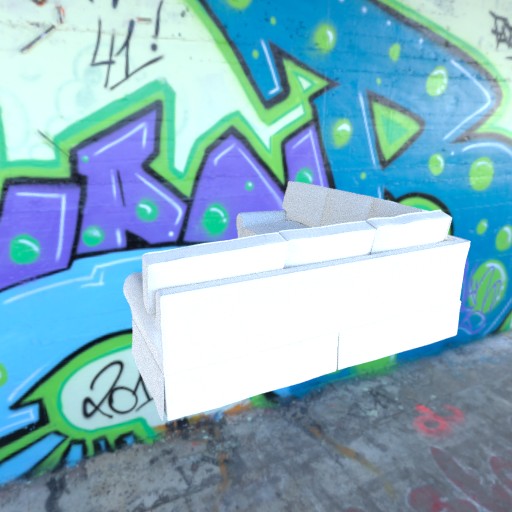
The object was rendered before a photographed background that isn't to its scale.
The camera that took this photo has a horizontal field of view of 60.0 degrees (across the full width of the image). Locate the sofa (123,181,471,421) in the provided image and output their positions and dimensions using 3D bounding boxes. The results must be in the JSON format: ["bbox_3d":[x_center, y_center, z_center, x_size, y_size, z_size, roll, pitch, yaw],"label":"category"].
[{"bbox_3d":[0.000,0.000,4.189,2.597,1.070,2.591,-9,19,-25],"label":"sofa"}]
